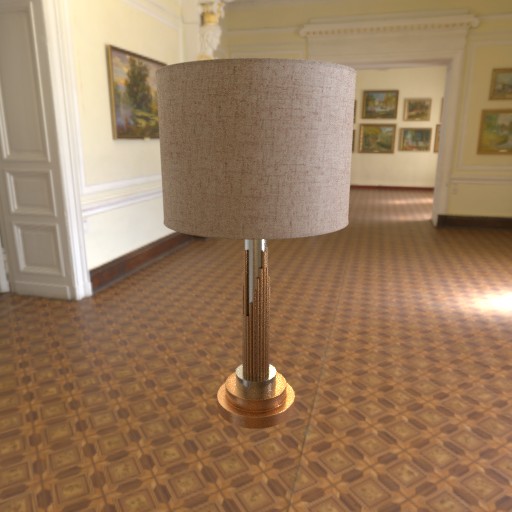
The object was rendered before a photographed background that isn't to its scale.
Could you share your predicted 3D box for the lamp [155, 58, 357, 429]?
[{"bbox_3d":[0.000,0.000,0.801,0.321,0.610,0.321,8,17,27],"label":"lamp"}]
